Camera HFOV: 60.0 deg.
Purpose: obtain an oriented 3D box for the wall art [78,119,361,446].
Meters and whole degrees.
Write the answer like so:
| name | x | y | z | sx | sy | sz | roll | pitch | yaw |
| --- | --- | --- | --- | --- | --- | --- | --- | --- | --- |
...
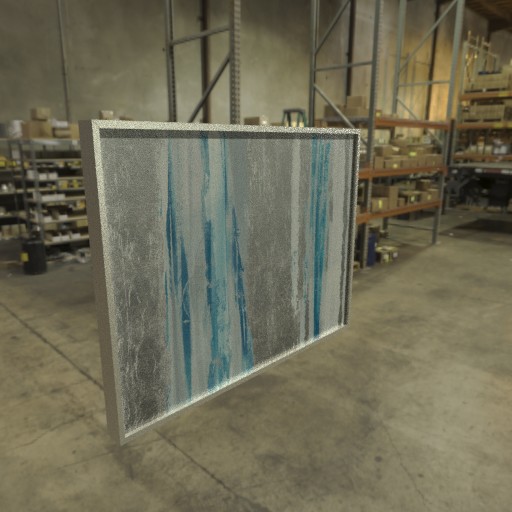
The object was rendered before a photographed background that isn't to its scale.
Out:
| name | x | y | z | sx | sy | sz | roll | pitch | yaw |
| --- | --- | --- | --- | --- | --- | --- | --- | --- | --- |
| wall art | 0.000 | 0.000 | 1.424 | 0.066 | 0.801 | 1.056 | 14 | 20 | 43 |
